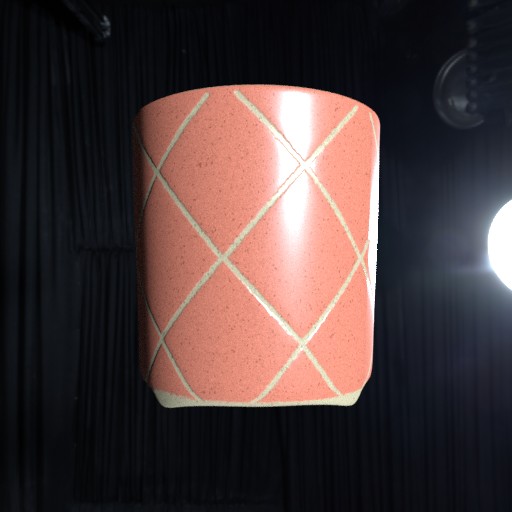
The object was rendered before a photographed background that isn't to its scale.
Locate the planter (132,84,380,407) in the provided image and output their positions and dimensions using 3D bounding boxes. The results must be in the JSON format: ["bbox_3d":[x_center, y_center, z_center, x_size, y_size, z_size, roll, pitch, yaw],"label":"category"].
[{"bbox_3d":[0.000,0.000,0.353,0.191,0.200,0.191,0,-1,0],"label":"planter"}]
